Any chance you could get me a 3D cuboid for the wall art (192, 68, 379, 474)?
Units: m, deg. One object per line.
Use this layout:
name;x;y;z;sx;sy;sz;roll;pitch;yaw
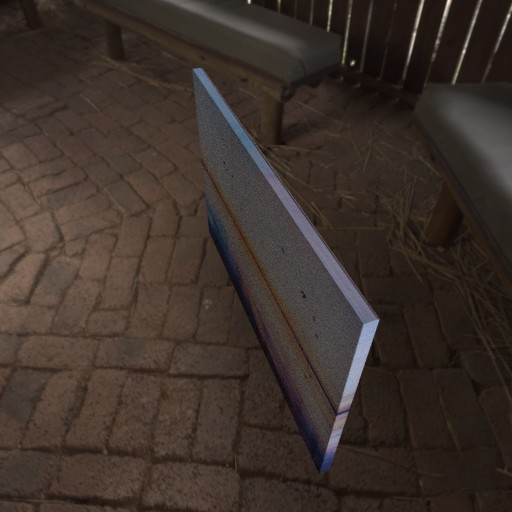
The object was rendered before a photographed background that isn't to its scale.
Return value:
wall art;0.000;0.000;1.421;0.034;0.756;1.137;-15;48;-14
